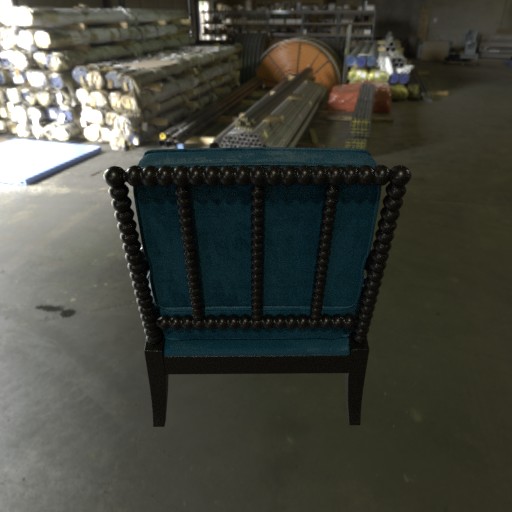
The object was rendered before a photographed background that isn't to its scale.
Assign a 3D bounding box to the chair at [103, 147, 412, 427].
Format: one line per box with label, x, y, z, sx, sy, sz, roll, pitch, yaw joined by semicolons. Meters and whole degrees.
chair;0.000;0.000;1.448;0.688;0.857;0.805;0;29;0
